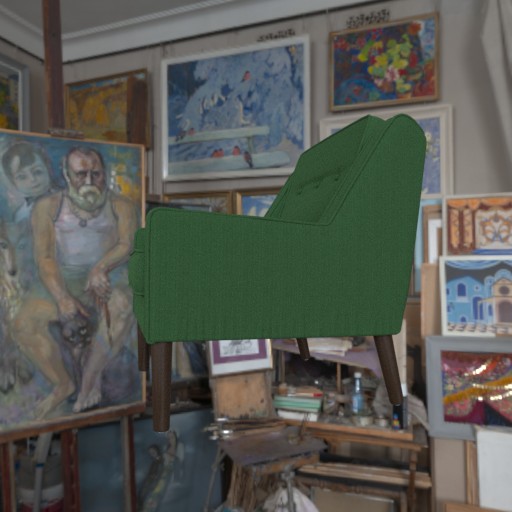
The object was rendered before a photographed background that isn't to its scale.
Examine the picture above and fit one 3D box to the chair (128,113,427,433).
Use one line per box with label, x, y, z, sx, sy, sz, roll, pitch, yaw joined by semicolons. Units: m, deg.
chair;0.000;0.000;1.361;0.743;0.792;0.663;0;-1;-18
